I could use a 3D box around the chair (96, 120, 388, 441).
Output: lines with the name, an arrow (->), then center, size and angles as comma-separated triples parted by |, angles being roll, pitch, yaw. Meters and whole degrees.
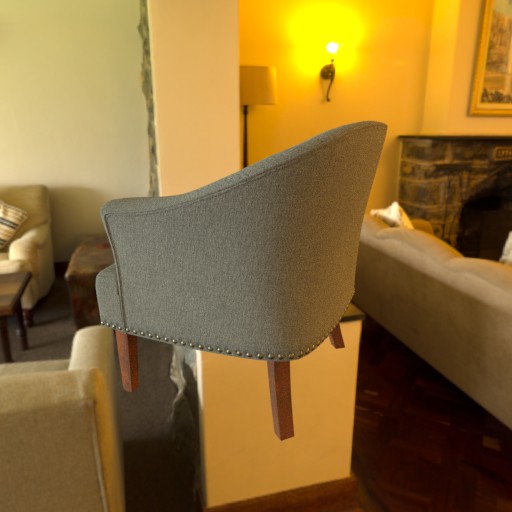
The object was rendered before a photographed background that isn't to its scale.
chair -> 0.000, 0.000, 1.403 | 0.704, 0.815, 0.798 | 7, 18, 24
